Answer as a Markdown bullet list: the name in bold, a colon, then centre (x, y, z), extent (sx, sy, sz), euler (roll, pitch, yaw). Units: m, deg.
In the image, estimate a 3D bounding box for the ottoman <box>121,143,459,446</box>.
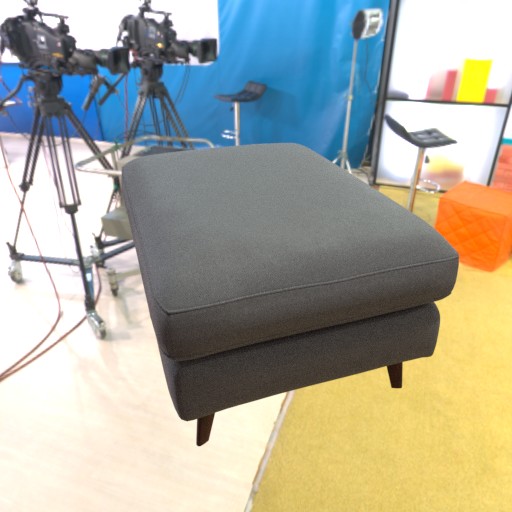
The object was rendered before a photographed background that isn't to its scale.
- **ottoman**: centre (0.000, 0.000, 1.168), extent (0.608, 0.449, 0.811), euler (-10, 31, -17)
